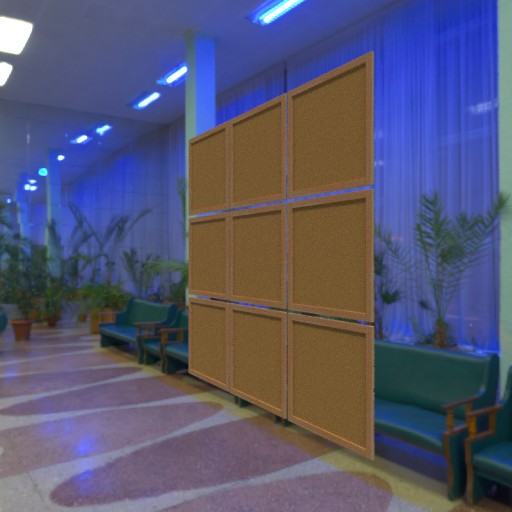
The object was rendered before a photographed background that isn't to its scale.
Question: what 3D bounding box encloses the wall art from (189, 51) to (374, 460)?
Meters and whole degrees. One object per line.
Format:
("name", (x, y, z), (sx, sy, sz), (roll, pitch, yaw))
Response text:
("wall art", (0.000, 0.000, 2.270), (0.013, 1.519, 1.521), (0, 0, -35))
